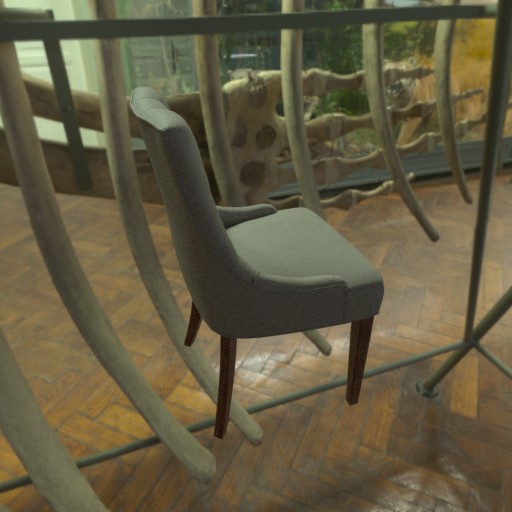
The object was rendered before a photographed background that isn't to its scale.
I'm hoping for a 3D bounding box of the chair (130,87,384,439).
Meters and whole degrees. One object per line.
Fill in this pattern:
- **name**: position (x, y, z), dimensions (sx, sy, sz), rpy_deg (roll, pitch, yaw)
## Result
- **chair**: position (0.000, 0.000, 1.244), dimensions (0.565, 0.874, 0.509), rpy_deg (-10, 32, -17)
